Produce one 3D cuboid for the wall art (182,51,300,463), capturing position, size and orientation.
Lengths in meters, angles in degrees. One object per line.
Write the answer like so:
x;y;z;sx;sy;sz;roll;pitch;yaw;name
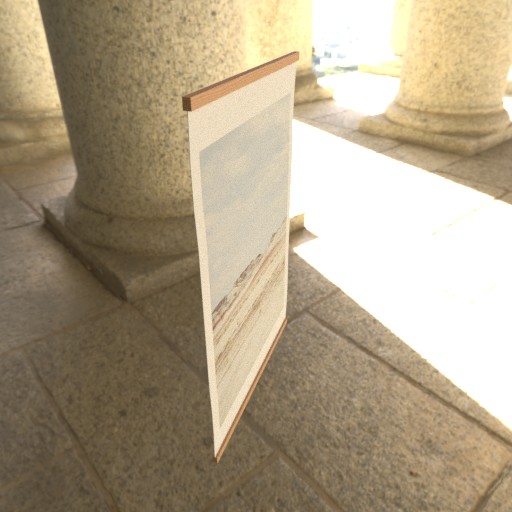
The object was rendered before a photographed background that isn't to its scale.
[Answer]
0.000;0.000;1.931;0.025;1.521;1.011;11;33;18;wall art
